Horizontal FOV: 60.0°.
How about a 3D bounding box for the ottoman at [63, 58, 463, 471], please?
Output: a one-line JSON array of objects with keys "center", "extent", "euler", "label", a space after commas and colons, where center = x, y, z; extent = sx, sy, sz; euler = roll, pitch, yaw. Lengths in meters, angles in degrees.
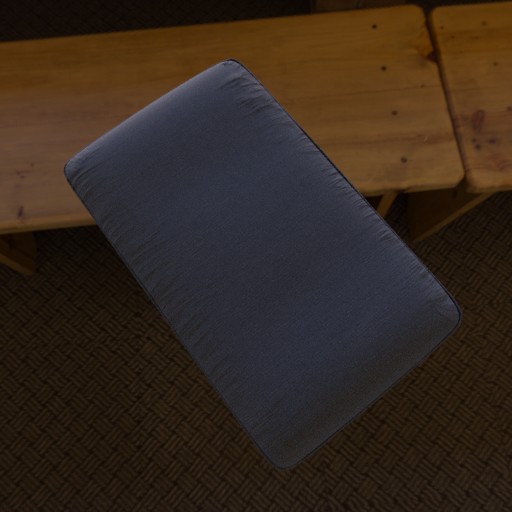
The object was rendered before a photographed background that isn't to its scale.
[{"center": [0.000, 0.000, 1.191], "extent": [0.570, 0.438, 0.885], "euler": [-37, 78, -9], "label": "ottoman"}]
